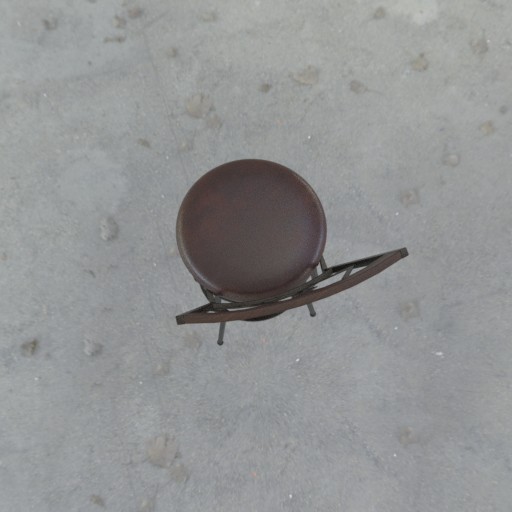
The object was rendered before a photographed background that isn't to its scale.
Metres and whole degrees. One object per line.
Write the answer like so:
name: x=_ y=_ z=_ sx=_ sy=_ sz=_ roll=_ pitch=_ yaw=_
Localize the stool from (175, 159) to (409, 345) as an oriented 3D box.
stool: x=0.000 y=0.000 z=1.354 sx=0.432 sy=1.134 sz=0.521 roll=-16 pitch=75 yaw=-5
